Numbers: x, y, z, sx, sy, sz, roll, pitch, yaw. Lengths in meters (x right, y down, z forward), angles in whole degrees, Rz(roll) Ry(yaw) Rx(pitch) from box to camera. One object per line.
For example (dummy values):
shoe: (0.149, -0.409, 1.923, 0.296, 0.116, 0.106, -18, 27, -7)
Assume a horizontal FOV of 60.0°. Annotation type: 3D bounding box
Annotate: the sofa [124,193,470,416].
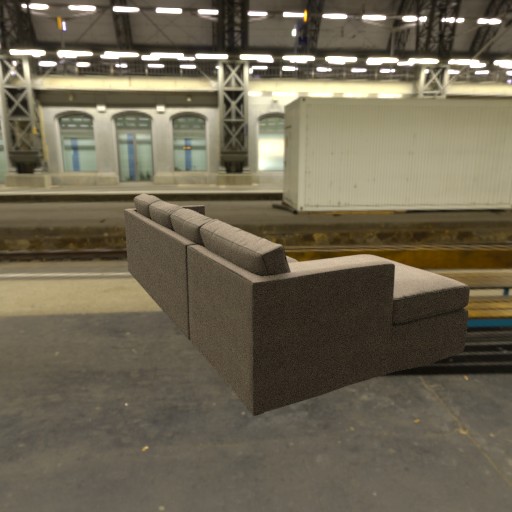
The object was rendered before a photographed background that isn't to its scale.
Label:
sofa: (0.000, 0.000, 3.912, 1.650, 0.922, 3.205, -7, 15, -26)
